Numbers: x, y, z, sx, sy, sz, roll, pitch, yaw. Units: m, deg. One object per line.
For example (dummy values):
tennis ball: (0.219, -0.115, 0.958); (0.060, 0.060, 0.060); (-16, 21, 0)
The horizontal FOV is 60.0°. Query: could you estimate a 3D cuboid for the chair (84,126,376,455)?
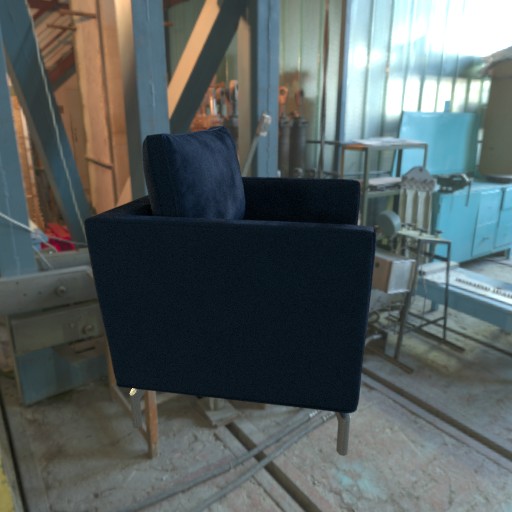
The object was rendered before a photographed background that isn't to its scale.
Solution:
chair: (0.000, 0.000, 1.598); (0.746, 0.893, 0.977); (3, 17, 10)
